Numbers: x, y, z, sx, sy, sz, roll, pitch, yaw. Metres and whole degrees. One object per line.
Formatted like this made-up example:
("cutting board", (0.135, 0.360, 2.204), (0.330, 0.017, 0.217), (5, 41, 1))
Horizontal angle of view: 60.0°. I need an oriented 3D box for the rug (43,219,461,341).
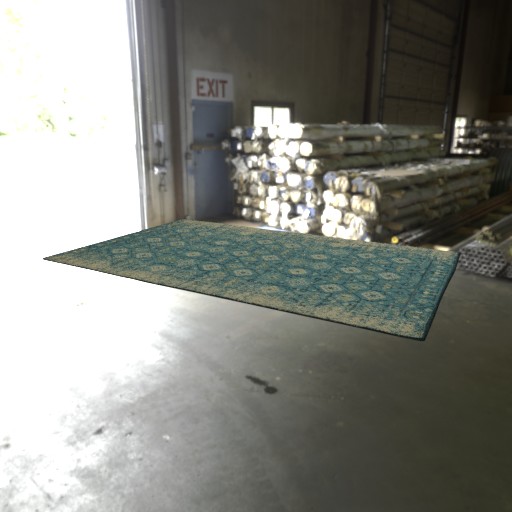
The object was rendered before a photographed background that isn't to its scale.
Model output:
("rug", (0.000, 0.000, 3.028), (2.449, 0.015, 1.530), (9, 18, 28))
